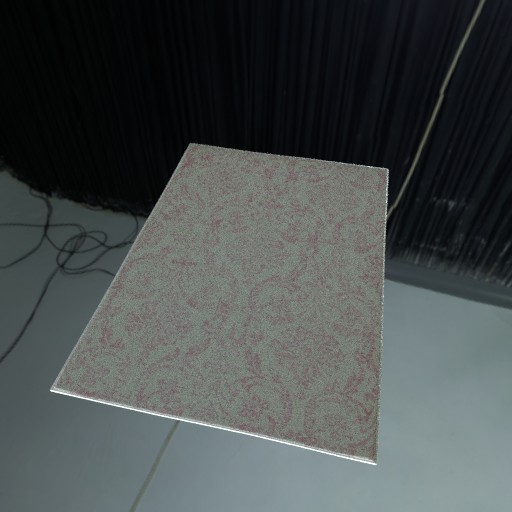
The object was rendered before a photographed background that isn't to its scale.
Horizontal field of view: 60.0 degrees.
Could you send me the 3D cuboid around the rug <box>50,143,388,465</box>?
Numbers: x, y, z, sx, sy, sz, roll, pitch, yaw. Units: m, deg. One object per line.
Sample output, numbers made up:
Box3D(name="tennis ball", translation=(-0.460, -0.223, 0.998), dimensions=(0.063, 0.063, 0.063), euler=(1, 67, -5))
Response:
Box3D(name="rug", translation=(0.000, 0.000, 2.799), dimensions=(1.598, 0.014, 2.202), euler=(9, 48, 8))
